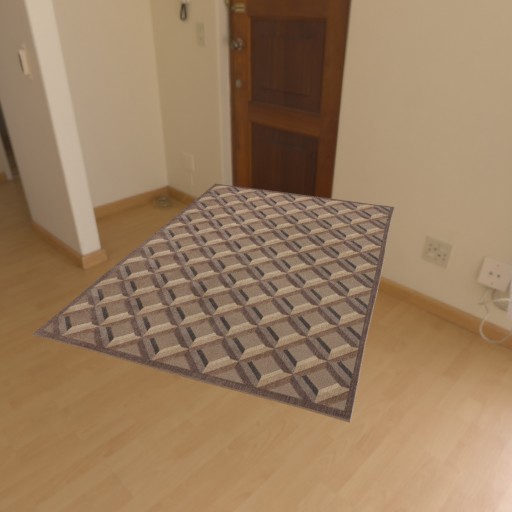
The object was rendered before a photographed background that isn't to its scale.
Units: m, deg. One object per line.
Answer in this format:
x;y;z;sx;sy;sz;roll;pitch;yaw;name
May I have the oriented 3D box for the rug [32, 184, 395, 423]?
0.000;0.000;2.918;1.600;0.013;2.260;10;31;17;rug
